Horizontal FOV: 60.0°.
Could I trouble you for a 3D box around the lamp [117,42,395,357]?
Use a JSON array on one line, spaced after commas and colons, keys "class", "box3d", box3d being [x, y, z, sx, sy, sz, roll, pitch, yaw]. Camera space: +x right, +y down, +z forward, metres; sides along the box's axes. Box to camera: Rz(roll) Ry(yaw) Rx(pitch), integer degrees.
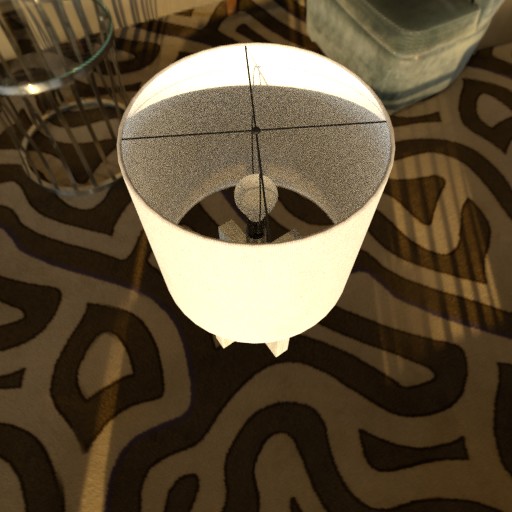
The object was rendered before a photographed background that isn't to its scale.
[{"class": "lamp", "box3d": [0.000, 0.000, 0.553, 0.229, 0.428, 0.229, -32, 65, -17]}]
